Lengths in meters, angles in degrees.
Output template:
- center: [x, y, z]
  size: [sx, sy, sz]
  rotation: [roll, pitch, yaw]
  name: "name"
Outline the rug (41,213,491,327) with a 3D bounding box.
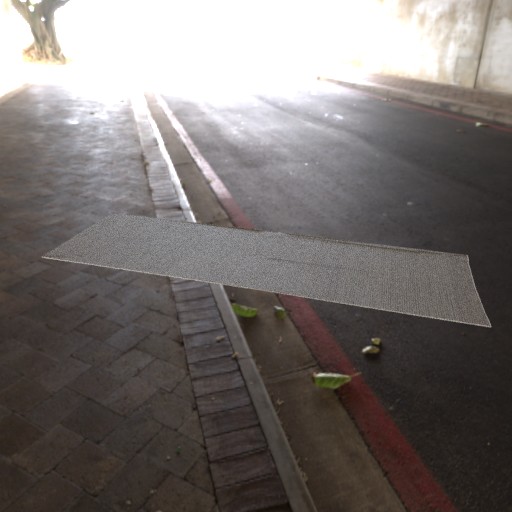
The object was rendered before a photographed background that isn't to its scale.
- center: [0.000, 0.000, 2.578]
  size: [2.390, 0.014, 0.741]
  rotation: [8, 27, 15]
  name: "rug"
